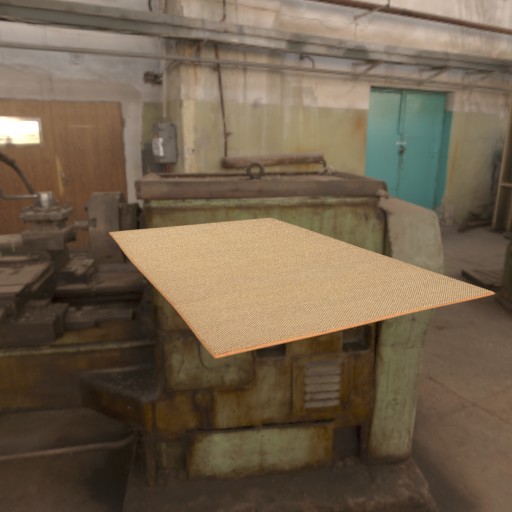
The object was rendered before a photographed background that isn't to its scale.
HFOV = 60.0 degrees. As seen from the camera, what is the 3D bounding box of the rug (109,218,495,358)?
[{"bbox_3d":[0.000,0.000,2.064,1.078,0.013,1.678,-7,17,-26],"label":"rug"}]
